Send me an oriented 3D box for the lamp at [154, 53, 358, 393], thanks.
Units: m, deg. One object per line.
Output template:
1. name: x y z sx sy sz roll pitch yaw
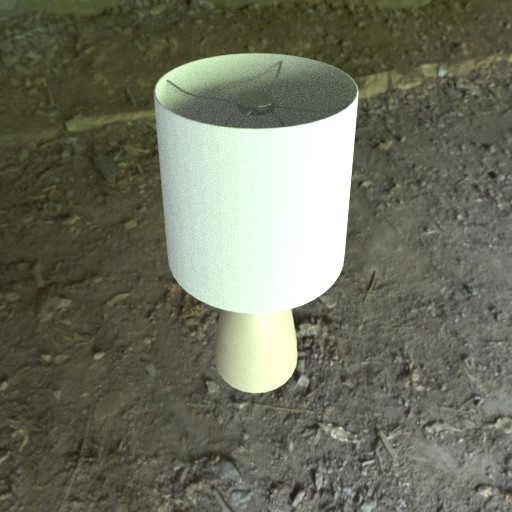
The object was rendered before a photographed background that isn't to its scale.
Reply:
1. lamp: 0.000 0.000 0.481 0.186 0.369 0.186 0 41 0
